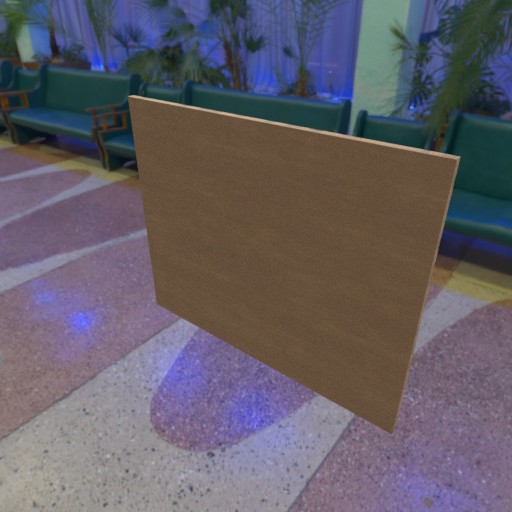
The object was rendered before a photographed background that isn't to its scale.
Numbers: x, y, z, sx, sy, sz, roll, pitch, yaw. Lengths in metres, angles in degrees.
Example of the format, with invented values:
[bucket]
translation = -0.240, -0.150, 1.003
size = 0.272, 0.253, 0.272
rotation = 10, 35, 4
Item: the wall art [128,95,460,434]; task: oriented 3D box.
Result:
[wall art]
translation = 0.000, 0.000, 0.675
size = 0.508, 0.408, 0.012
rotation = 22, 37, 32
